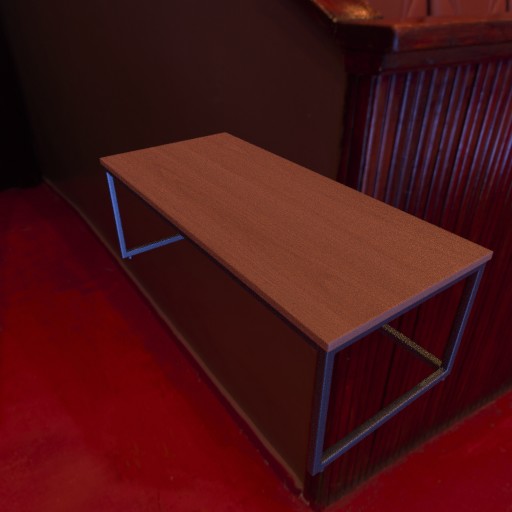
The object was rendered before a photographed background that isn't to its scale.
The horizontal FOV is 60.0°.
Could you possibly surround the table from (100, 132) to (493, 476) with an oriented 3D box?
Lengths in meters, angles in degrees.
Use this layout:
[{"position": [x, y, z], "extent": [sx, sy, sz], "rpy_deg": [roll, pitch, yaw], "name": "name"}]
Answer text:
[{"position": [0.000, 0.000, 1.338], "extent": [0.500, 0.400, 1.100], "rpy_deg": [-21, 38, -30], "name": "table"}]
